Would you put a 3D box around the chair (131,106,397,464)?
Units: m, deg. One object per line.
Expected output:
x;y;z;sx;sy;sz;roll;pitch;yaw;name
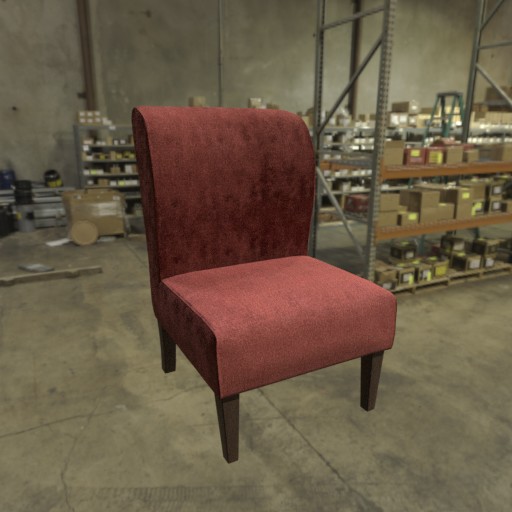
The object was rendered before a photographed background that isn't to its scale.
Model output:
0.000;0.000;1.294;0.538;0.846;0.640;-8;18;-27;chair
